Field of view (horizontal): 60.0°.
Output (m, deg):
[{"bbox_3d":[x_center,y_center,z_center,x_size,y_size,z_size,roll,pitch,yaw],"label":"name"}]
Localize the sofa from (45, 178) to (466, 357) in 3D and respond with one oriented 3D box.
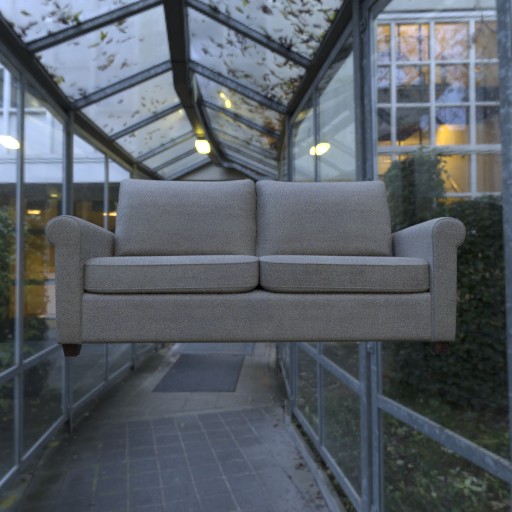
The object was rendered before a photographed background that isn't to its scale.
[{"bbox_3d":[0.000,0.000,2.445,1.935,0.942,0.842,0,-1,-2],"label":"sofa"}]
